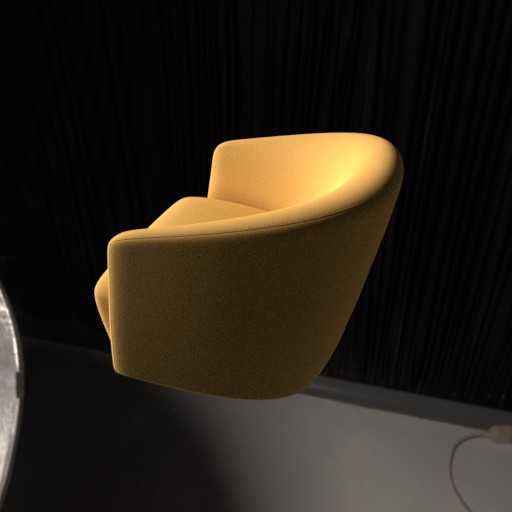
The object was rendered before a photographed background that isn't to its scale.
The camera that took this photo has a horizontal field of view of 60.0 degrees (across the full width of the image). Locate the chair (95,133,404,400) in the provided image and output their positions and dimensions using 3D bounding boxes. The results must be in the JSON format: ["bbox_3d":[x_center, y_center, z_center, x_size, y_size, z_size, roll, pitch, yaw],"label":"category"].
[{"bbox_3d":[0.000,0.000,1.356,0.767,0.698,0.773,7,31,12],"label":"chair"}]
